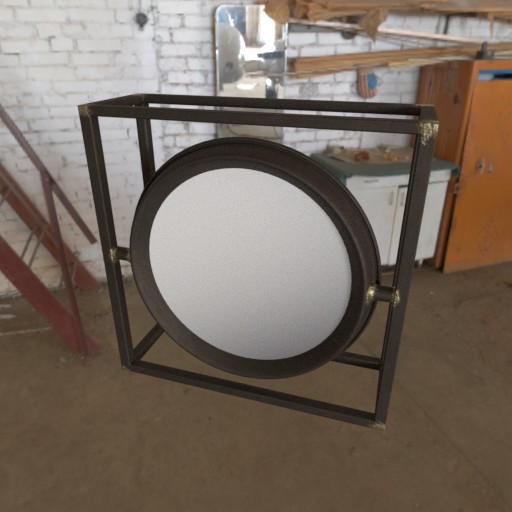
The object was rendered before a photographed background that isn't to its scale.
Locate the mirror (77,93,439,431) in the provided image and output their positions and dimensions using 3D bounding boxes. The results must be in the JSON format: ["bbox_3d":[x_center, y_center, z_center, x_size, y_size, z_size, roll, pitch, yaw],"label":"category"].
[{"bbox_3d":[0.000,0.000,0.467,0.306,0.303,0.107,8,27,16],"label":"mirror"}]
